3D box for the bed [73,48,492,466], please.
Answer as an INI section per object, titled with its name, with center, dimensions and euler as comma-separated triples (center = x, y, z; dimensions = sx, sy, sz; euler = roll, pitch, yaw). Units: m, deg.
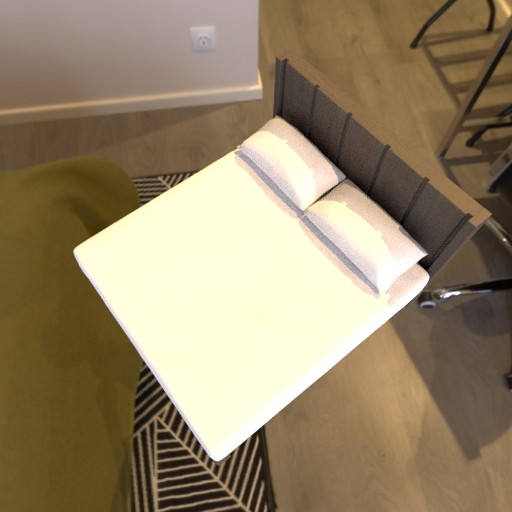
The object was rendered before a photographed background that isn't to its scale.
[bed]
center = 0.000, 0.000, 3.050
dimensions = 1.992, 1.261, 1.735
euler = -35, 68, -16
